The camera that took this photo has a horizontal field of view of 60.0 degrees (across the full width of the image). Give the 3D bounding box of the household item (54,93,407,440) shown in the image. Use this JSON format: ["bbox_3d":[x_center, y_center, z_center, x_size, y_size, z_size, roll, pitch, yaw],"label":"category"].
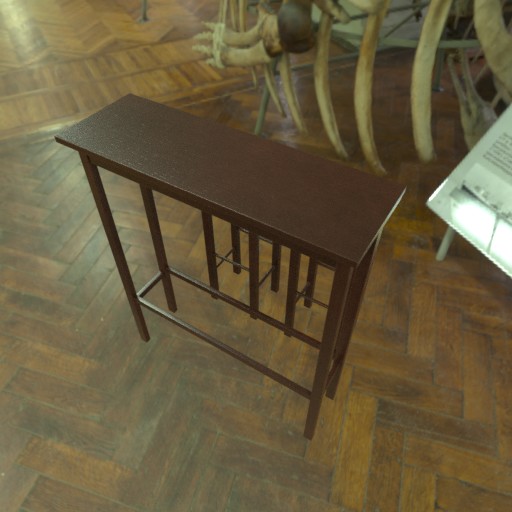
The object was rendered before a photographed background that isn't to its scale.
[{"bbox_3d":[0.000,0.000,1.659,0.914,1.067,0.676,24,51,21],"label":"household item"}]
